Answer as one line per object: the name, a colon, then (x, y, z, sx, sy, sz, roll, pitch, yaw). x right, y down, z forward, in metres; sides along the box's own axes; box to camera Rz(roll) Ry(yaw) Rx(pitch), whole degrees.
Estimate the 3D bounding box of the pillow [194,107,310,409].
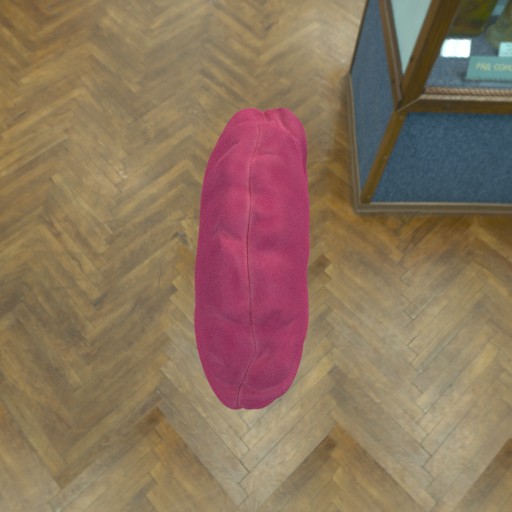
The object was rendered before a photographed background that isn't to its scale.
pillow: (0.000, 0.000, 0.651, 0.148, 0.407, 0.428, 4, 64, 2)
